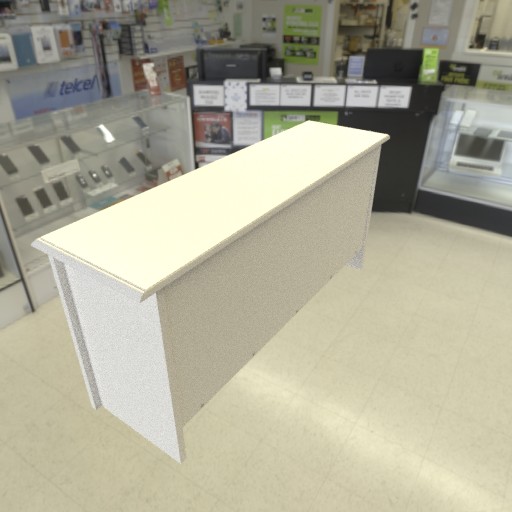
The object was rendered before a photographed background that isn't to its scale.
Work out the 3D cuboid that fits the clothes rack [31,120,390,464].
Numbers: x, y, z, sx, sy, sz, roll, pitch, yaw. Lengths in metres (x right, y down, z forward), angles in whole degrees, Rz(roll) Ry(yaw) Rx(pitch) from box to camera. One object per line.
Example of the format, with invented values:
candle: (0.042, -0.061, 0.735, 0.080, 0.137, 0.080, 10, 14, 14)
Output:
clothes rack: (0.000, 0.000, 1.340, 0.324, 0.531, 1.120, 21, 37, 30)
